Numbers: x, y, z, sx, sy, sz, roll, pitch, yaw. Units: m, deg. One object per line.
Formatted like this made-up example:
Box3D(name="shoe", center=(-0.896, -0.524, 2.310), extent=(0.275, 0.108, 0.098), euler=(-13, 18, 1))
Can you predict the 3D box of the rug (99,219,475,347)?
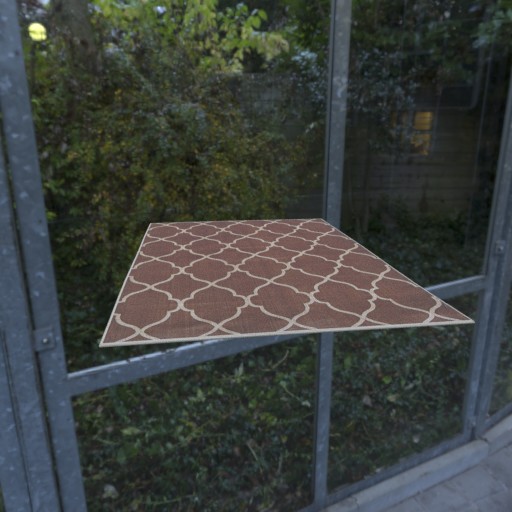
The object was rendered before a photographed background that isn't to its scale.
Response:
Box3D(name="rug", center=(0.000, 0.000, 2.839), extent=(1.528, 0.014, 2.294), euler=(-2, 16, -8))
